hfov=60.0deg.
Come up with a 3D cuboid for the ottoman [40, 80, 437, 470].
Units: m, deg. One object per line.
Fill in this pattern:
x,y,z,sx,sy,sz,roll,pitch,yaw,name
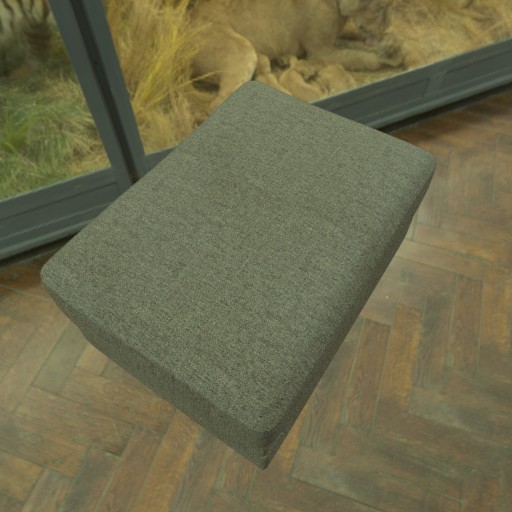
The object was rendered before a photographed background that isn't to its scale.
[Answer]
0.000,0.000,1.234,0.637,0.478,0.885,29,62,18,ottoman
